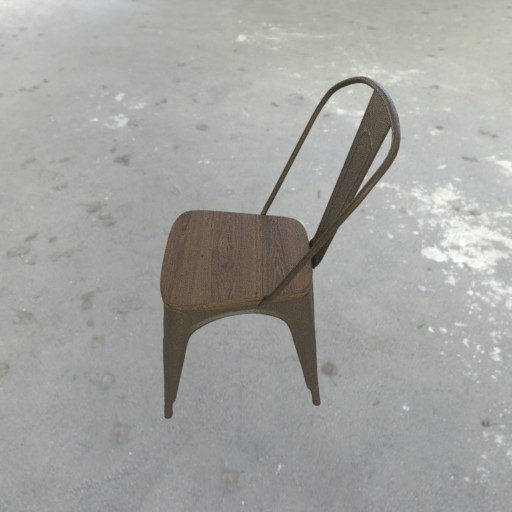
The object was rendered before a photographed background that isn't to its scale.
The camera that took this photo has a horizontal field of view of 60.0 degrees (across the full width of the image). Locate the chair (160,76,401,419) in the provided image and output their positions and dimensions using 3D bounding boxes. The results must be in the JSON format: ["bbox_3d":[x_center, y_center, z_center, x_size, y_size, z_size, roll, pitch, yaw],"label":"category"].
[{"bbox_3d":[0.000,0.000,1.151,0.532,0.844,0.451,0,42,0],"label":"chair"}]
